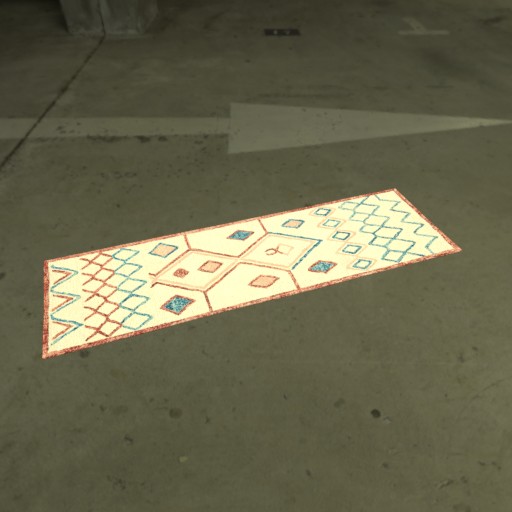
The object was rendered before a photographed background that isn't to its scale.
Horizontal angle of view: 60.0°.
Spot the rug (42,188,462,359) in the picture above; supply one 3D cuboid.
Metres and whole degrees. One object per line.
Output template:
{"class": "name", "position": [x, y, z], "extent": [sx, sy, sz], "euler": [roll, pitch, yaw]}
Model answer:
{"class": "rug", "position": [0.000, 0.000, 2.696], "extent": [2.435, 0.011, 0.750], "euler": [-13, 43, -14]}
